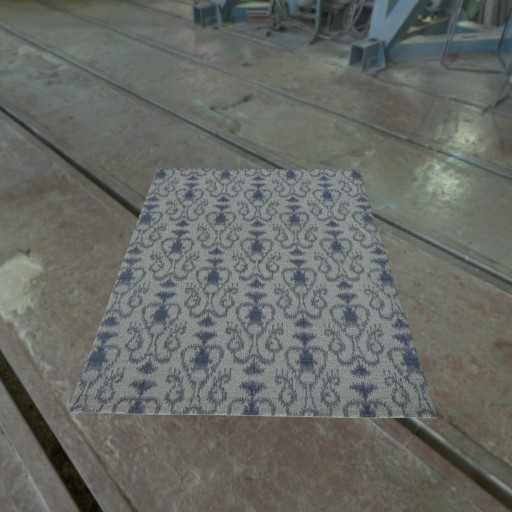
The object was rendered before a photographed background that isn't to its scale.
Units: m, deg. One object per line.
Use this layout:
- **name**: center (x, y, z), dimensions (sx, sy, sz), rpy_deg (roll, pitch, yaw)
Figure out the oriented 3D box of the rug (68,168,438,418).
- **rug**: center (0.000, 0.000, 4.118), dimensions (2.437, 0.015, 3.205), rpy_deg (1, 41, 1)
